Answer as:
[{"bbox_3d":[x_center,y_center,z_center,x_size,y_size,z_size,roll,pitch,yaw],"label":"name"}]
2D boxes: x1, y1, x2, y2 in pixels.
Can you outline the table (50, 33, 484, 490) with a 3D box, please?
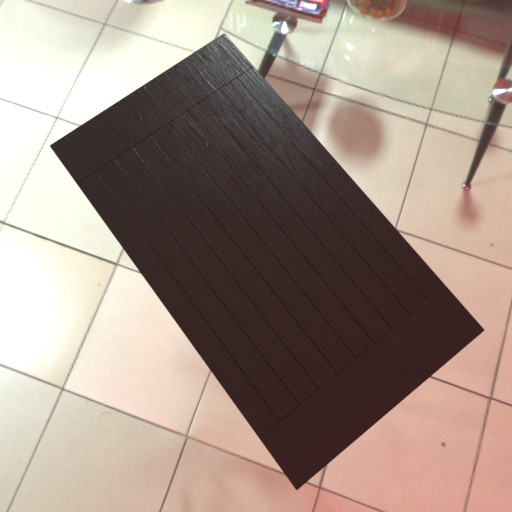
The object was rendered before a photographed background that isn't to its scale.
[{"bbox_3d":[0.000,0.000,1.371,0.600,0.494,1.062,-37,79,-8],"label":"table"}]
